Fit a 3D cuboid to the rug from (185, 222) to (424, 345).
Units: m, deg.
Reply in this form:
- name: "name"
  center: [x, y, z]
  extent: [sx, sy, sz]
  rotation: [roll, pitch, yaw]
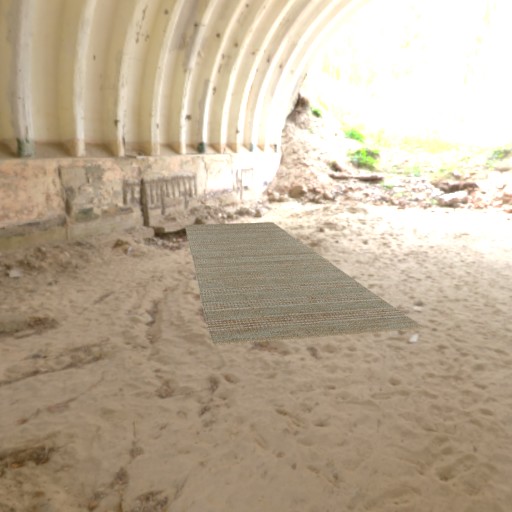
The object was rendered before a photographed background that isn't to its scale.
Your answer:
- name: "rug"
  center: [0.000, 0.000, 2.718]
  extent: [0.783, 0.006, 2.438]
  rotation: [-3, 14, -11]
